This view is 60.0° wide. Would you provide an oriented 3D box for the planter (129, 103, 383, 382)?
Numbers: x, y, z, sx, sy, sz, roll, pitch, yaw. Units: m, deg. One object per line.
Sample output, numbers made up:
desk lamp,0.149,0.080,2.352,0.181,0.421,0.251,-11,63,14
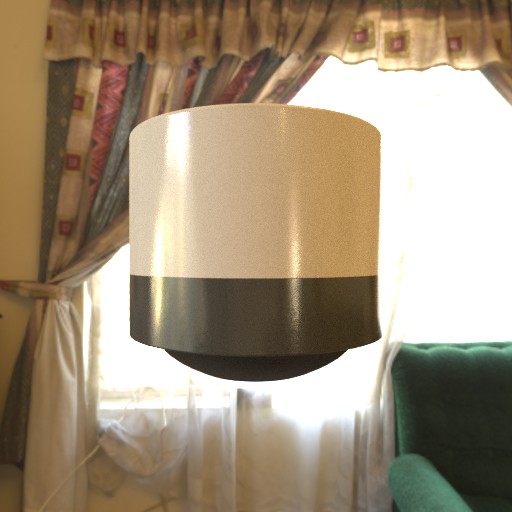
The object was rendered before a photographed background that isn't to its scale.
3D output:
planter,0.000,0.000,0.351,0.193,0.177,0.193,0,0,0
